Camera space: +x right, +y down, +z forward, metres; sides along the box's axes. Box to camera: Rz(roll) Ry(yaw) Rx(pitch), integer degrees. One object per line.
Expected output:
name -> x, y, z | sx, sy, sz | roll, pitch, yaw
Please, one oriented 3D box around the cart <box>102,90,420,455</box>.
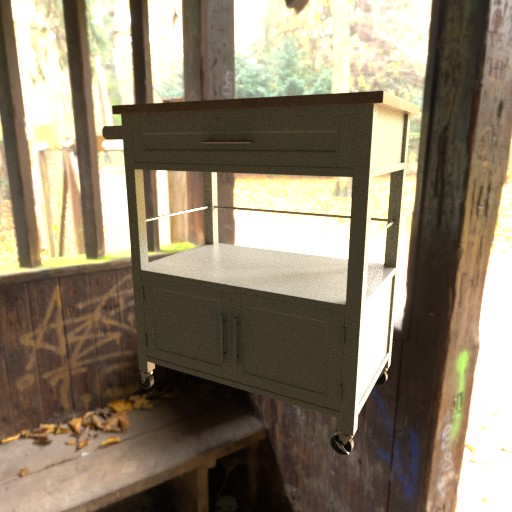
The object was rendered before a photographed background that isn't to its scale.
cart -> 0.000, 0.000, 1.405 | 0.840, 0.901, 0.459 | 8, 16, 27
